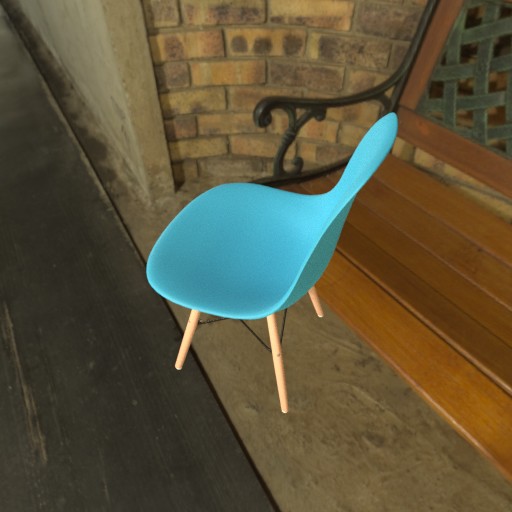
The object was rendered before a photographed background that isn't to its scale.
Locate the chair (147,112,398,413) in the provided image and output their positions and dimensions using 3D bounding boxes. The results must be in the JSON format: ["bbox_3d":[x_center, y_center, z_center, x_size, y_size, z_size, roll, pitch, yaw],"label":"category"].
[{"bbox_3d":[0.000,0.000,1.151,0.531,0.826,0.470,17,49,15],"label":"chair"}]
